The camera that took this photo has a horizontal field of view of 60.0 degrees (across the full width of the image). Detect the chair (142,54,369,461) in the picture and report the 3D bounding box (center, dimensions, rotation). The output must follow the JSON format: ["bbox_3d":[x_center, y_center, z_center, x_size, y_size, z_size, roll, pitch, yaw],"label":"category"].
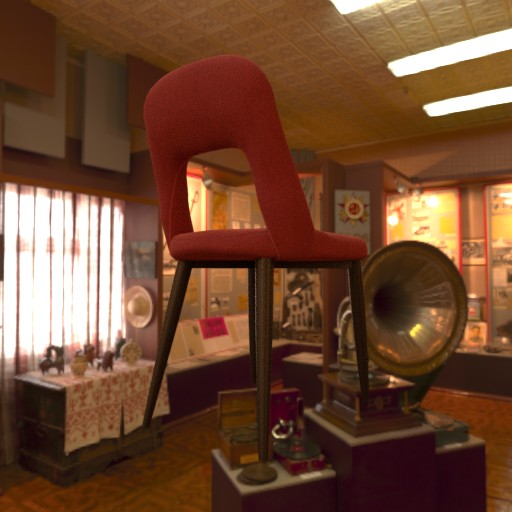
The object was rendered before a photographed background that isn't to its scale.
[{"bbox_3d":[0.000,0.000,1.239,0.483,0.892,0.569,-1,-2,36],"label":"chair"}]
